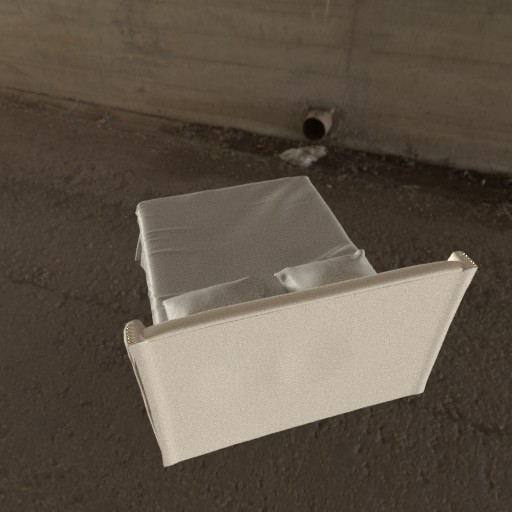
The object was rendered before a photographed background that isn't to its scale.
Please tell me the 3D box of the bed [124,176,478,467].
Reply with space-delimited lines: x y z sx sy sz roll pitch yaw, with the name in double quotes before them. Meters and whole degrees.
"bed" 0.000 0.000 3.465 1.925 1.332 2.276 -11 43 -12
